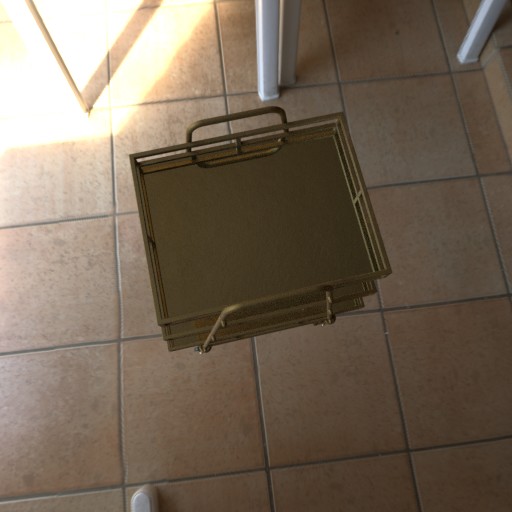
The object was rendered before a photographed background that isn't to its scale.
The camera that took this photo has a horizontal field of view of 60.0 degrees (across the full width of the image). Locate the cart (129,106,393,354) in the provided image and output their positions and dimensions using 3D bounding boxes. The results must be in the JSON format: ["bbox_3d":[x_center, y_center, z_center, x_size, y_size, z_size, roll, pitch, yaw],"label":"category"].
[{"bbox_3d":[0.000,0.000,1.308,0.711,0.883,0.441,-12,76,-3],"label":"cart"}]
